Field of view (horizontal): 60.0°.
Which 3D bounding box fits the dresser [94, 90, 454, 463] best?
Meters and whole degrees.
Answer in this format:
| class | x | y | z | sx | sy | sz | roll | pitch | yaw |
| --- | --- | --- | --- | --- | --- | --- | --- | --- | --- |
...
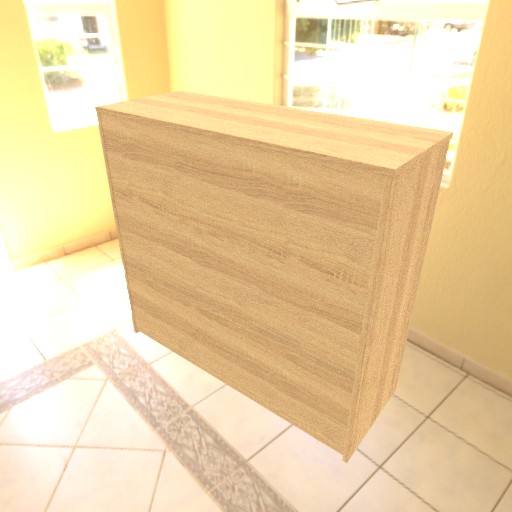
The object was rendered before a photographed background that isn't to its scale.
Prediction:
| class | x | y | z | sx | sy | sz | roll | pitch | yaw |
| --- | --- | --- | --- | --- | --- | --- | --- | --- | --- |
| dresser | 0.000 | 0.000 | 1.472 | 0.980 | 0.900 | 0.380 | 21 | 36 | 32 |
